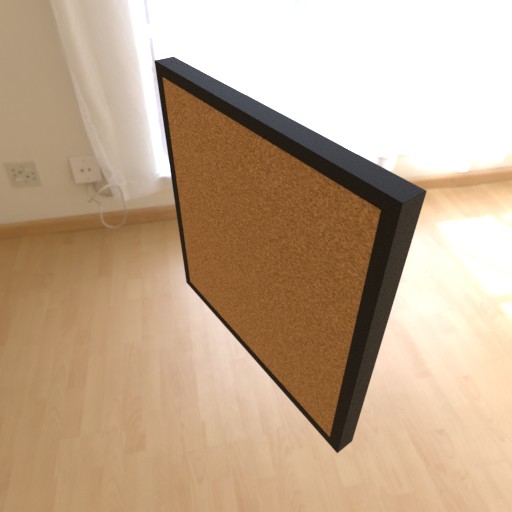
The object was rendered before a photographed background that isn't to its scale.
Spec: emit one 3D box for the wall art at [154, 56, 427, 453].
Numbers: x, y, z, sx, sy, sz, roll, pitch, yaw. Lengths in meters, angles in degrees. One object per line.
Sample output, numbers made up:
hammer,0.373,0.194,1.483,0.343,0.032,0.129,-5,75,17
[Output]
wall art,0.000,0.000,0.738,0.036,0.503,0.506,-26,47,-27
